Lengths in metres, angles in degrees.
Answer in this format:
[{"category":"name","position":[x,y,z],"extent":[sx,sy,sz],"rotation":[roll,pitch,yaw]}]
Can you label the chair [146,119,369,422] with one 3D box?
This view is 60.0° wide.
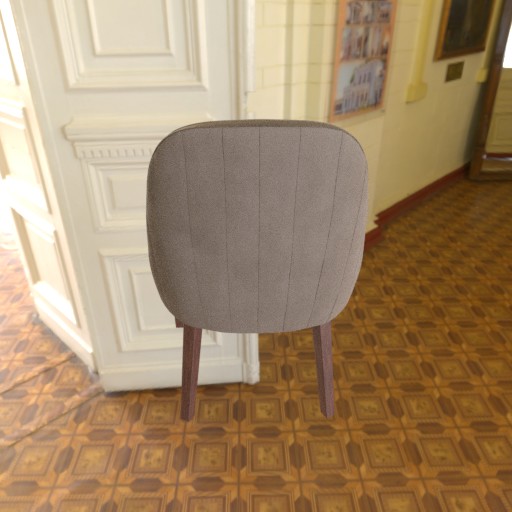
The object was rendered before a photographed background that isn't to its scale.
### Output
[{"category":"chair","position":[0.000,0.000,1.292],"extent":[0.643,0.889,0.575],"rotation":[-1,29,-2]}]
